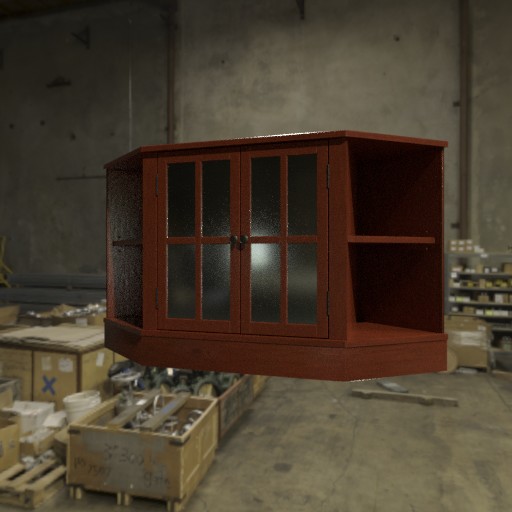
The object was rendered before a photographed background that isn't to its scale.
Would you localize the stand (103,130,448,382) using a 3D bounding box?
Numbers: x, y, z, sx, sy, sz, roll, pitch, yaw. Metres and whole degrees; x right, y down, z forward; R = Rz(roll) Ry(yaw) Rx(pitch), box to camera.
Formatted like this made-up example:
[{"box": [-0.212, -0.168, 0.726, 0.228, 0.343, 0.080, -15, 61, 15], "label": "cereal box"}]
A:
[{"box": [0.000, 0.000, 1.338, 1.072, 0.614, 0.381, 0, 0, 17], "label": "stand"}]
